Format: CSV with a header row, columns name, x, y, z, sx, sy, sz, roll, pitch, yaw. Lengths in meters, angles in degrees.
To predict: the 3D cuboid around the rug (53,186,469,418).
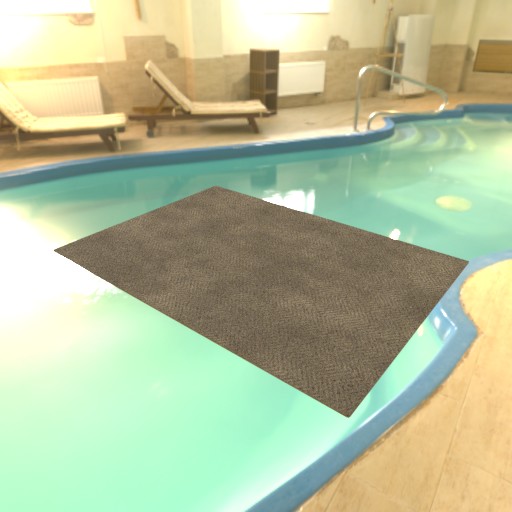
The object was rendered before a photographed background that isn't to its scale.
name,x,y,z,sx,sy,sz,roll,pitch,yaw
rug,0.000,0.000,2.917,2.235,0.008,1.600,21,36,33
